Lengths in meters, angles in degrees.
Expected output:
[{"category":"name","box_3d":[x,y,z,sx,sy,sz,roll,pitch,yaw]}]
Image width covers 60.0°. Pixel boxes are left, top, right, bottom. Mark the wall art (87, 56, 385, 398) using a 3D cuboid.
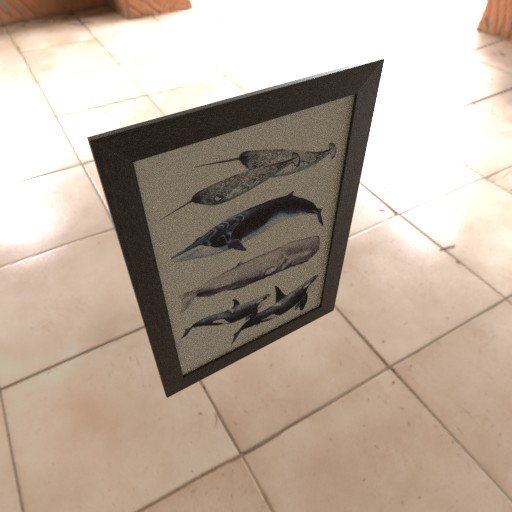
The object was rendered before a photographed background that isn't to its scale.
[{"category":"wall art","box_3d":[0.000,0.000,1.459,0.810,1.116,0.016,-23,50,-21]}]
